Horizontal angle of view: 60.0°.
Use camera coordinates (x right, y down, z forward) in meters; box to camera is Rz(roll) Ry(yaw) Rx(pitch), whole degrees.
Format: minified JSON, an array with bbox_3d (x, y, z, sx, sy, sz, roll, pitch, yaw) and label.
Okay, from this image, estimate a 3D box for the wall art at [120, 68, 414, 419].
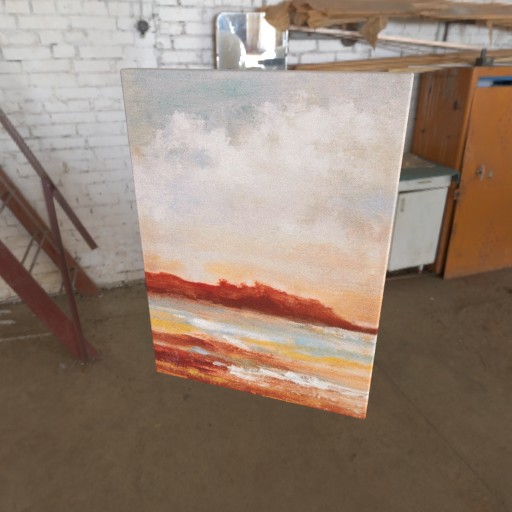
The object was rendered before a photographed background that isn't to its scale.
[{"bbox_3d":[0.000,0.000,0.782,0.443,0.605,0.035,8,27,16],"label":"wall art"}]
